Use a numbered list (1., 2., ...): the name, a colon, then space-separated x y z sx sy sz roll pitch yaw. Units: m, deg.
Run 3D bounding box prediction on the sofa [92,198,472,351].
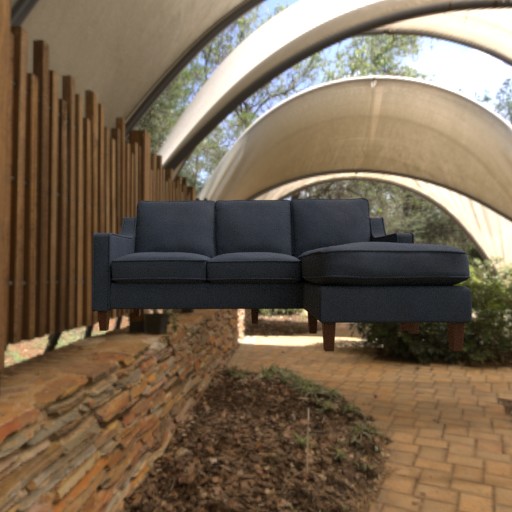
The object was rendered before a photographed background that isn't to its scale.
1. sofa: 0.000 0.000 3.238 2.317 1.066 1.858 0 -1 -1
